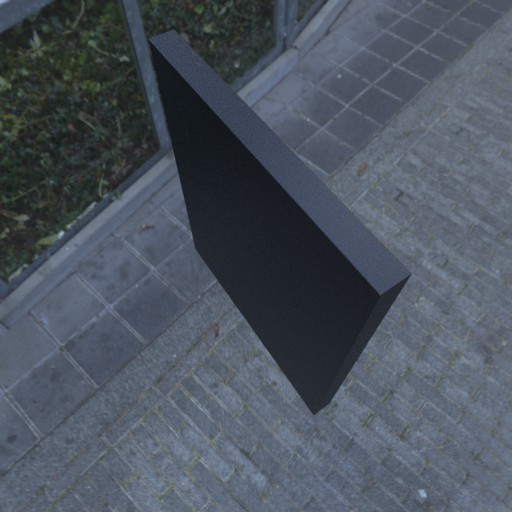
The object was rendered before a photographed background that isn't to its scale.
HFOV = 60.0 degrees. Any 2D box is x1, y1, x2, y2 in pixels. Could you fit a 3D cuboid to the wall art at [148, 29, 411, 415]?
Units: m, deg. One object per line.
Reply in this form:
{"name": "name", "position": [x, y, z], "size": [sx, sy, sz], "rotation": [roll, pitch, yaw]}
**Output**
{"name": "wall art", "position": [0.000, 0.000, 0.520], "size": [0.028, 0.380, 0.325], "rotation": [-30, 64, -17]}
